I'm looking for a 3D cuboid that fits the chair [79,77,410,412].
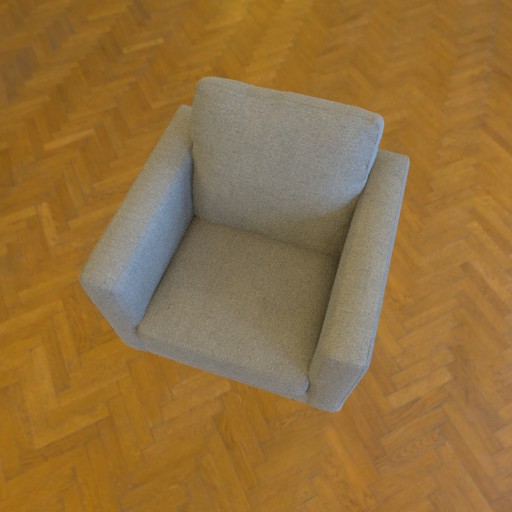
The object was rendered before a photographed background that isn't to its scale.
[{"bbox_3d":[0.000,0.000,1.567,0.855,0.927,0.800,16,60,9],"label":"chair"}]
